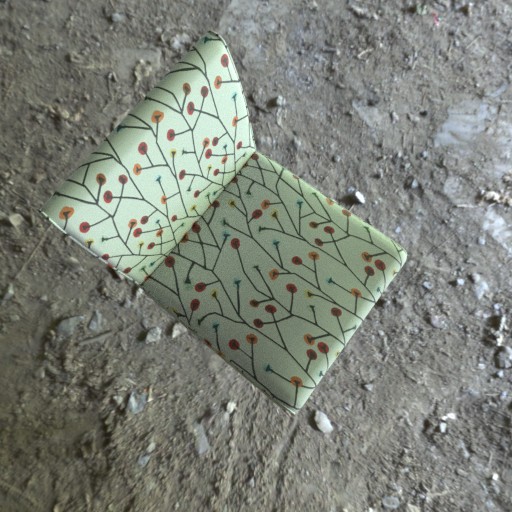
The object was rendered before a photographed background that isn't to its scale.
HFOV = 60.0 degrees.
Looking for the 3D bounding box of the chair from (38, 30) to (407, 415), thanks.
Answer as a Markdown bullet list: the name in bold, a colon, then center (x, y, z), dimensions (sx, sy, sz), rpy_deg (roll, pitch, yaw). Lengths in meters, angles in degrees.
- **chair**: center (0.000, 0.000, 1.308), dimensions (0.732, 0.813, 0.597), rpy_deg (37, 79, 8)
